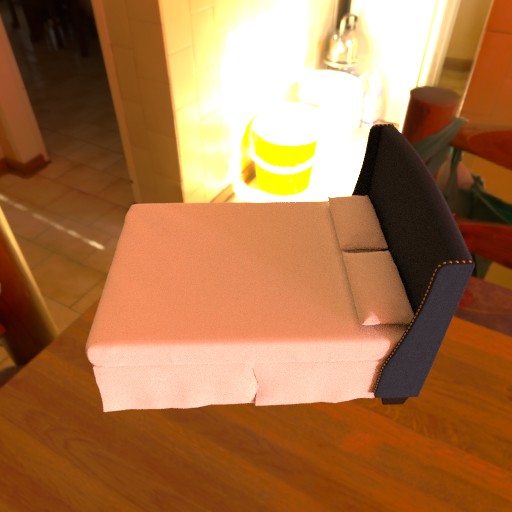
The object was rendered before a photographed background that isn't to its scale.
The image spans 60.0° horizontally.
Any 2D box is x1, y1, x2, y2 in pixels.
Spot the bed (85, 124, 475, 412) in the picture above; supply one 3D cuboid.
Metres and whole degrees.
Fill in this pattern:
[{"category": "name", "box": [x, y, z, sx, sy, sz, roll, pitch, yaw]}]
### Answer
[{"category": "bed", "box": [0.000, 0.000, 3.188, 2.223, 1.402, 1.604, -1, 42, -1]}]
